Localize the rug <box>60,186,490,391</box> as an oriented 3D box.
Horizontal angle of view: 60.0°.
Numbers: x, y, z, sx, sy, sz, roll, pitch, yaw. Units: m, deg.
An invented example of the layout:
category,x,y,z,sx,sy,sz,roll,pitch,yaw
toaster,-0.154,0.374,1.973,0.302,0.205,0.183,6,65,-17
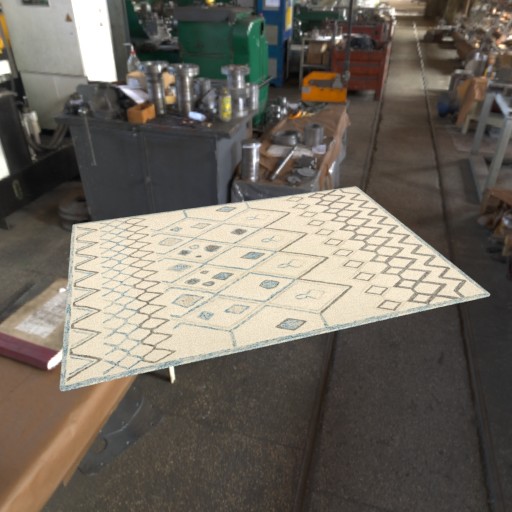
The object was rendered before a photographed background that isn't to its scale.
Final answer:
category,x,y,z,sx,sy,sz,roll,pitch,yaw
rug,0.000,0.000,2.272,1.820,0.009,1.260,-10,34,-15
